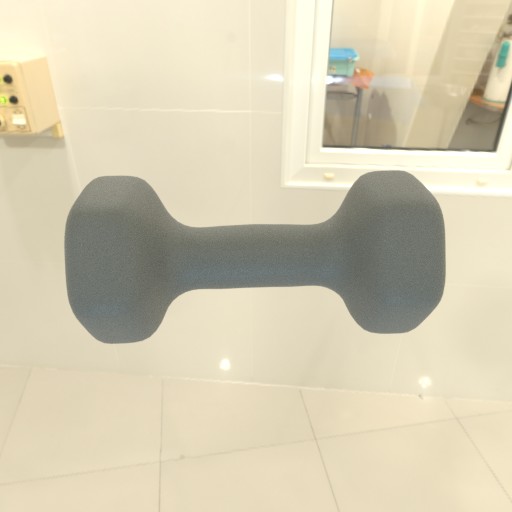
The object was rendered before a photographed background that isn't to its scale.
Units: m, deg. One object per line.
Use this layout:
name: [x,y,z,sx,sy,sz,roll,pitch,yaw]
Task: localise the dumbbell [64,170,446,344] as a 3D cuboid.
dumbbell: [0.000,0.000,0.236,0.184,0.081,0.090,-1,31,-2]
